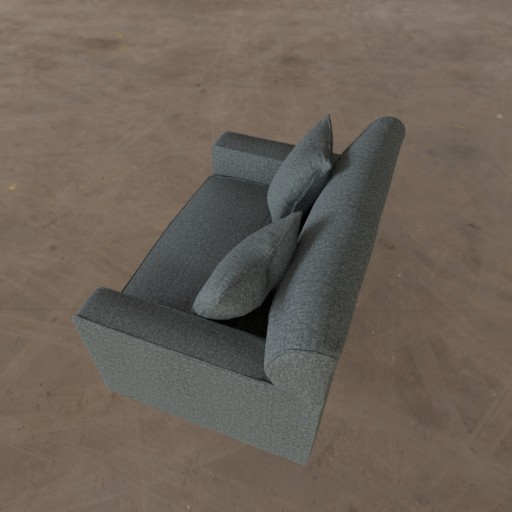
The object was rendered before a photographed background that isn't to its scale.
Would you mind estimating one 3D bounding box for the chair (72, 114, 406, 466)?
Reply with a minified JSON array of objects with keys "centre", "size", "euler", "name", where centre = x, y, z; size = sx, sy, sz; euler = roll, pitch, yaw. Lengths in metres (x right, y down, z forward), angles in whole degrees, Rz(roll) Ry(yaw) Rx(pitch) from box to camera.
[{"centre":[0.000,0.000,2.050],"size":[1.000,0.948,1.383],"euler":[16,48,14],"name":"chair"}]
